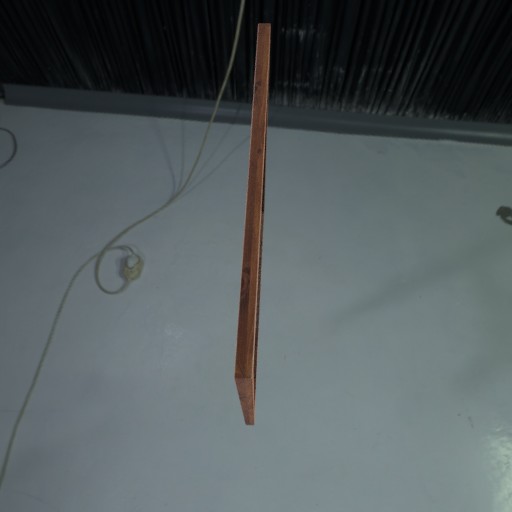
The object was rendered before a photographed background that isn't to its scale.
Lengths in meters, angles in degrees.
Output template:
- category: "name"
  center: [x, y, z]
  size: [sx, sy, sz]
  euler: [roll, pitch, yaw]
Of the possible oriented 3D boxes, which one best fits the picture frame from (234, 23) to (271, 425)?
- category: "picture frame"
  center: [0.000, 0.000, 1.223]
  size: [0.029, 0.817, 0.810]
  euler: [3, 64, 1]
